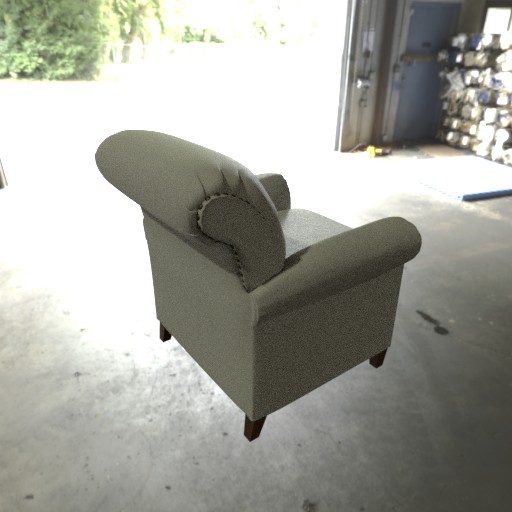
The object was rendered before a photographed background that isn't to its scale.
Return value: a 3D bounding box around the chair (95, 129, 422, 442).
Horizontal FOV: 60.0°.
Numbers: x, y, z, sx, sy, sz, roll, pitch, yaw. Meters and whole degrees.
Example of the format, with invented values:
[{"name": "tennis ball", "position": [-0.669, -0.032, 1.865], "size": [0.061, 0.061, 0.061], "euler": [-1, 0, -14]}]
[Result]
[{"name": "chair", "position": [0.000, 0.000, 1.635], "size": [0.890, 0.927, 0.854], "euler": [-18, 32, -32]}]
